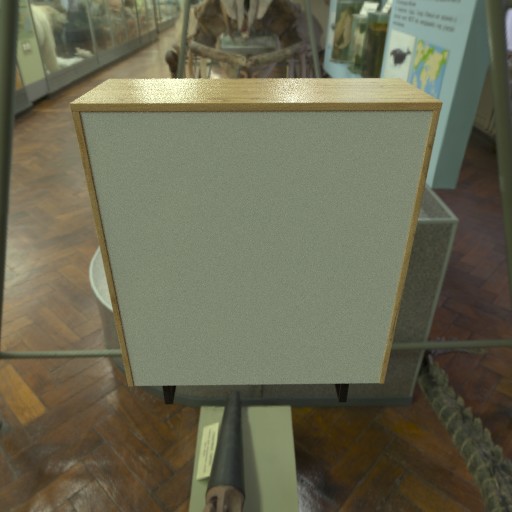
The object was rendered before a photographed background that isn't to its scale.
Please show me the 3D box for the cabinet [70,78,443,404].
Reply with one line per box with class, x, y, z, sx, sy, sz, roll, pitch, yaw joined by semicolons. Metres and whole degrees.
cabinet;0.000;0.000;1.947;1.168;1.397;0.473;0;31;-1
